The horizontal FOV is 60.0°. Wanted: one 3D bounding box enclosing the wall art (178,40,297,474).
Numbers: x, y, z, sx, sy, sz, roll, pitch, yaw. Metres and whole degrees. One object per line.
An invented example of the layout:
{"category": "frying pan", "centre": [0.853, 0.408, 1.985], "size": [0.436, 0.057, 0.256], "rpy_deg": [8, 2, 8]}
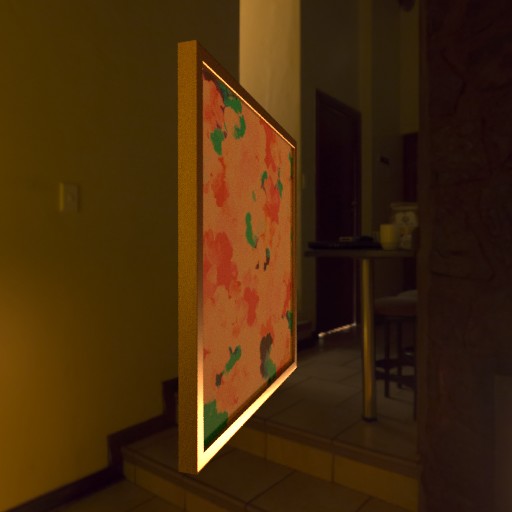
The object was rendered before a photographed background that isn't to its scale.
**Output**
{"category": "wall art", "centre": [0.000, 0.000, 1.149], "size": [0.036, 0.765, 0.767], "rpy_deg": [0, 1, 18]}
